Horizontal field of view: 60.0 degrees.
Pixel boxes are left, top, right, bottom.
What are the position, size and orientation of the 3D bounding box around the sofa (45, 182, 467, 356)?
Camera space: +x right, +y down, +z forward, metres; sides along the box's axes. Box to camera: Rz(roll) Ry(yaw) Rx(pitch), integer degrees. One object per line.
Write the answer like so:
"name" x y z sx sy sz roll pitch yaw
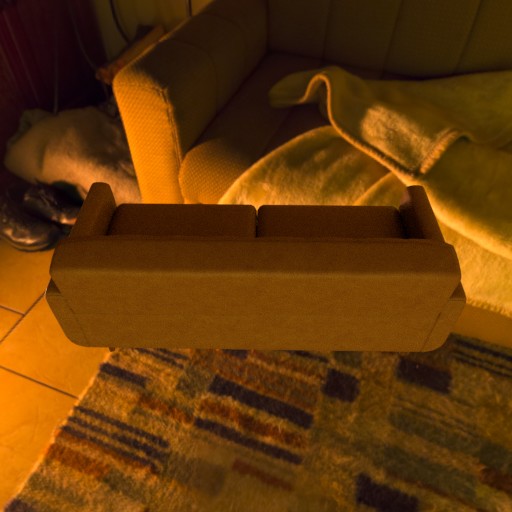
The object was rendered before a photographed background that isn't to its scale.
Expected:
"sofa" 0.000 0.000 2.627 2.137 0.892 0.980 1 47 1
